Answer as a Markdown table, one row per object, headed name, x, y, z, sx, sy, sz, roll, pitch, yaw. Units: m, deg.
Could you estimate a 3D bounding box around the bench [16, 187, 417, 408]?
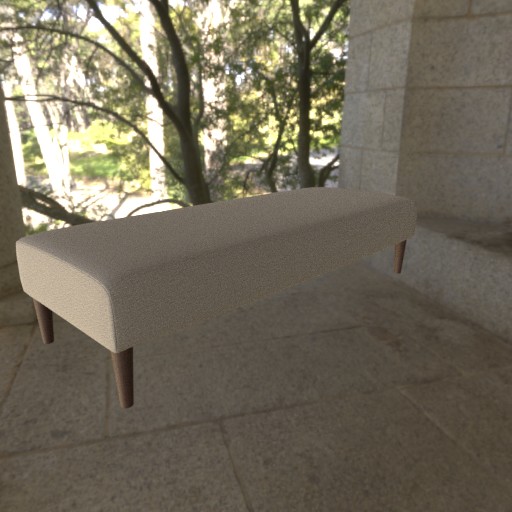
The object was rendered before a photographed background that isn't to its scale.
| name | x | y | z | sx | sy | sz | roll | pitch | yaw |
| --- | --- | --- | --- | --- | --- | --- | --- | --- | --- |
| bench | 0.000 | 0.000 | 1.809 | 0.646 | 0.393 | 1.609 | 16 | 23 | 42 |
